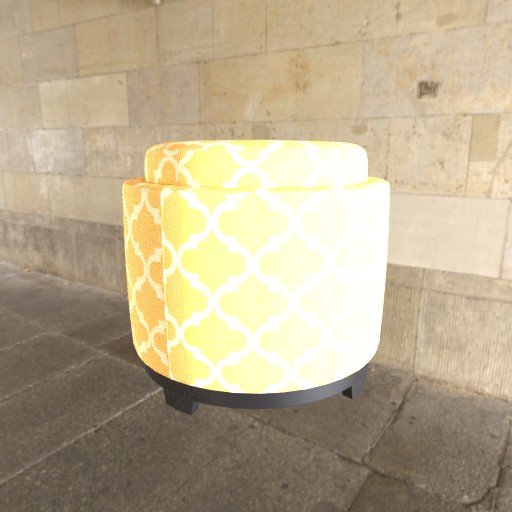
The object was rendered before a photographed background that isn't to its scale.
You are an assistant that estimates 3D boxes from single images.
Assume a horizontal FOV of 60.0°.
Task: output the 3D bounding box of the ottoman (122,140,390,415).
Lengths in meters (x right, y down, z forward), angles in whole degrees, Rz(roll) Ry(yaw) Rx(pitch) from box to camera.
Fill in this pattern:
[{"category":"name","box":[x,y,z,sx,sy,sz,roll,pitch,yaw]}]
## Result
[{"category":"ottoman","box":[0.000,0.000,0.850,0.480,0.429,0.480,0,14,0]}]
